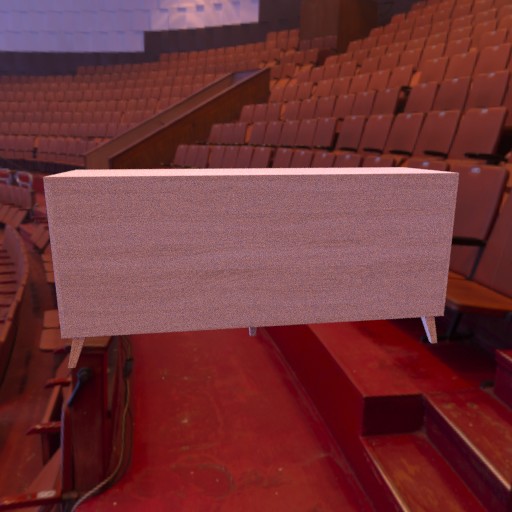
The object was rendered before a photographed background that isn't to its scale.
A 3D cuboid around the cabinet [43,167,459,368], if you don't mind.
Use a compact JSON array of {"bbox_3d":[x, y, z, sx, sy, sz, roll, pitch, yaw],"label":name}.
[{"bbox_3d":[0.000,0.000,2.075,1.649,0.780,0.500,-2,14,-8],"label":"cabinet"}]
